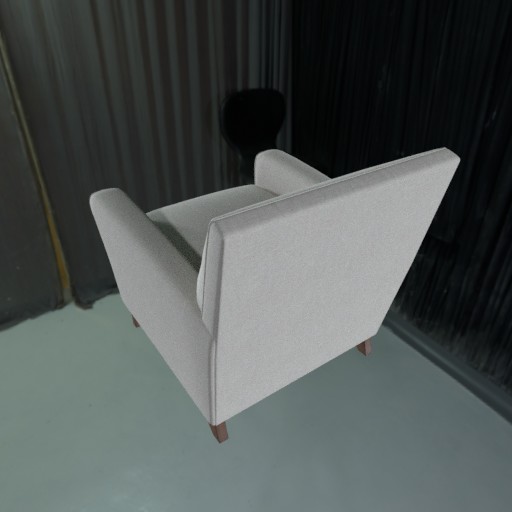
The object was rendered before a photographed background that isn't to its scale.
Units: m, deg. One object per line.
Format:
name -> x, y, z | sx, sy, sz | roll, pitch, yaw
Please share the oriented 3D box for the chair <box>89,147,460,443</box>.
chair -> 0.000, 0.000, 1.546 | 0.840, 0.846, 0.871 | -21, 38, -29
